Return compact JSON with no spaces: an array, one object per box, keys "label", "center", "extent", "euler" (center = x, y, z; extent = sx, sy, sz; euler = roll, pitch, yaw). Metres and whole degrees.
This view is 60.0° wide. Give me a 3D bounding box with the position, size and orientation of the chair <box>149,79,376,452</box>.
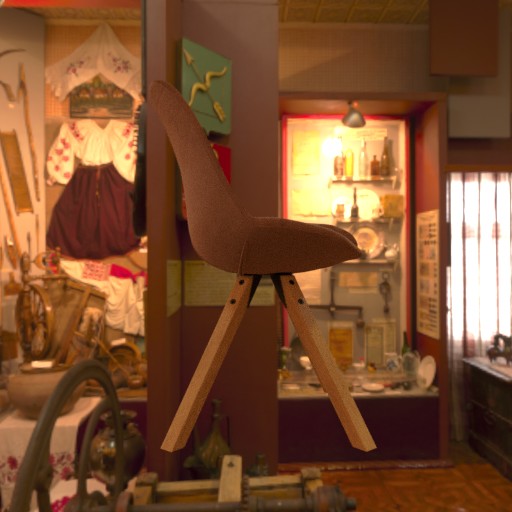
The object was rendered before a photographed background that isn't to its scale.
[{"label":"chair","center":[0.000,0.000,1.178],"extent":[0.550,0.850,0.485],"euler":[0,0,0]}]
